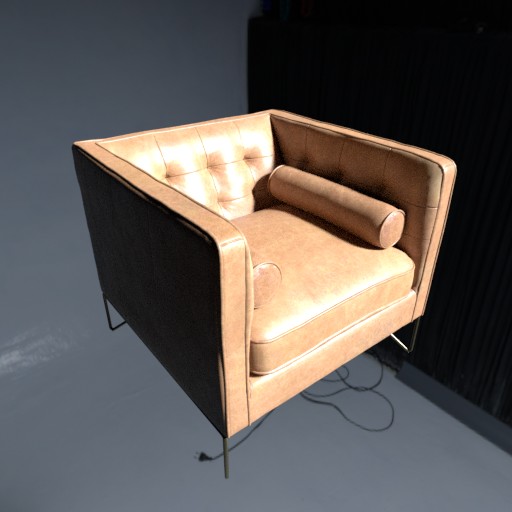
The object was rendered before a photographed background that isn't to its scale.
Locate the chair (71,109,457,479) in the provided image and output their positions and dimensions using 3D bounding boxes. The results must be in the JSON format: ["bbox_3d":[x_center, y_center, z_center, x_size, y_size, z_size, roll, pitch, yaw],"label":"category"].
[{"bbox_3d":[0.000,0.000,1.614,0.920,0.797,0.912,-21,36,-32],"label":"chair"}]
